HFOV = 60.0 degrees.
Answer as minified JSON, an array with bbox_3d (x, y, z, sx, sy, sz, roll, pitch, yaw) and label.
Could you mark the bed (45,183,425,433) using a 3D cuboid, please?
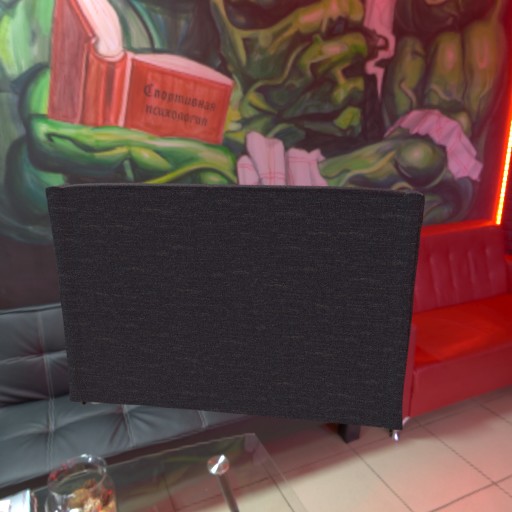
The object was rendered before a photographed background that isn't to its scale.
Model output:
[{"bbox_3d":[0.000,0.000,3.409,1.925,1.332,2.276,2,16,8],"label":"bed"}]
